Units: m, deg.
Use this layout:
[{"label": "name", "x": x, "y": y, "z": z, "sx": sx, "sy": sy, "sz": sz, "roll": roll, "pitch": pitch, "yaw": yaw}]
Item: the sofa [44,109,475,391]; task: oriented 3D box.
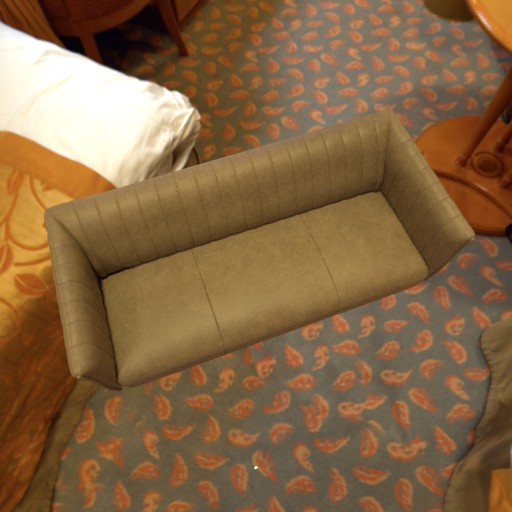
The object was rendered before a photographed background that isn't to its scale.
[{"label": "sofa", "x": 0.000, "y": 0.000, "z": 2.456, "sx": 1.980, "sy": 0.779, "sz": 0.876, "roll": -18, "pitch": 66, "yaw": -8}]
